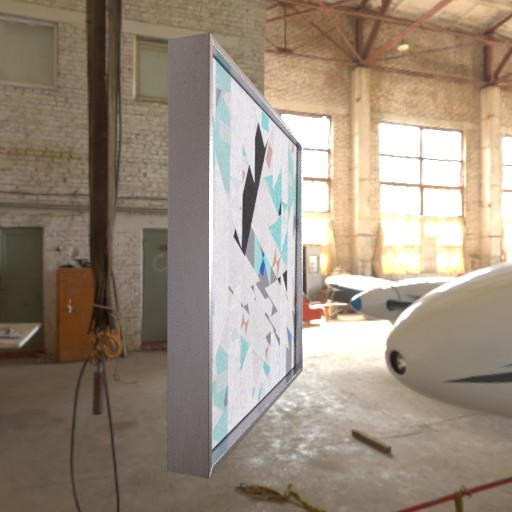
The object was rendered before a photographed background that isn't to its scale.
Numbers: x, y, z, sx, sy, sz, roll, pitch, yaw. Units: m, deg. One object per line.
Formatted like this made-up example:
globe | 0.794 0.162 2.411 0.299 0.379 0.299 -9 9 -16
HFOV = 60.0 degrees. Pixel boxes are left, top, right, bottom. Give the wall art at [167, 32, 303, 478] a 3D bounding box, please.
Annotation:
wall art | 0.000 0.000 0.519 0.038 0.350 0.350 0 0 18
